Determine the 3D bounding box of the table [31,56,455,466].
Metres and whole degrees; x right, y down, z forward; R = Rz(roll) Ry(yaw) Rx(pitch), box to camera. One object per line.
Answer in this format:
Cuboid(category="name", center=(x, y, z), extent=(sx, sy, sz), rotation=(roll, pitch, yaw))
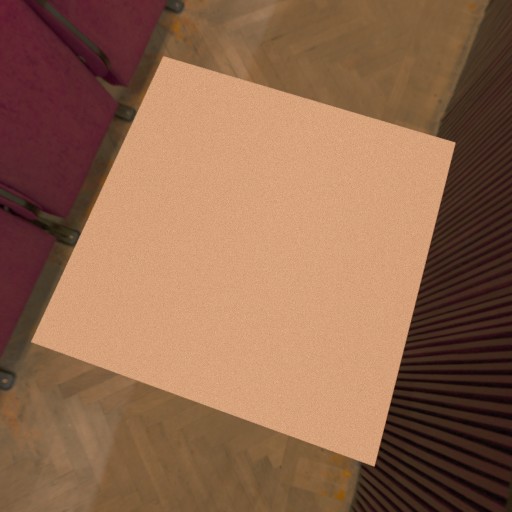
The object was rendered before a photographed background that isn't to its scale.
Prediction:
Cuboid(category="table", center=(0.000, 0.000, 1.040), extent=(0.670, 0.305, 0.670), rotation=(18, 76, 5))
